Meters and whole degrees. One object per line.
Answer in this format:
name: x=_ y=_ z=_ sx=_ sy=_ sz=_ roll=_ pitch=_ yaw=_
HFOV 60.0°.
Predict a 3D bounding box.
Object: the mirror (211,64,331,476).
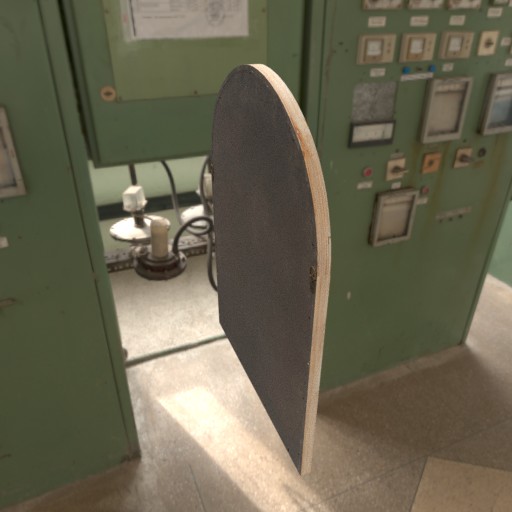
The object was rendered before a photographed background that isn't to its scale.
mirror: x=0.000 y=0.000 z=1.153 sx=0.032 sy=0.920 sz=0.660 roll=-12 pitch=32 yaw=-19
